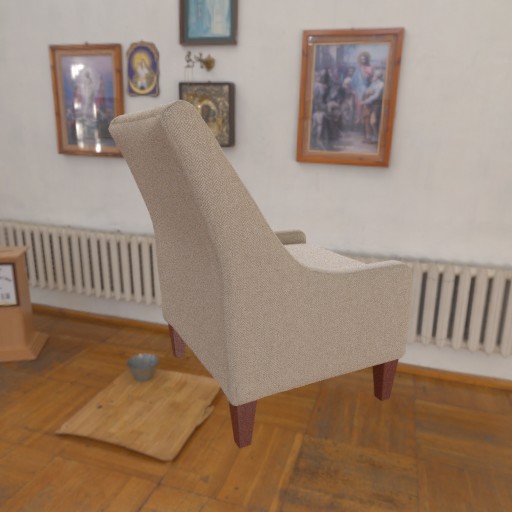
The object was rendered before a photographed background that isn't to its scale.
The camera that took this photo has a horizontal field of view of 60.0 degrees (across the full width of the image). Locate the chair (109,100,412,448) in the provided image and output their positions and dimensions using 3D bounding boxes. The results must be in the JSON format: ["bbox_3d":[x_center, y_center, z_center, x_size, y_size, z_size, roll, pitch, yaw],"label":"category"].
[{"bbox_3d":[0.000,0.000,1.646,0.870,1.014,0.774,-7,16,-26],"label":"chair"}]
